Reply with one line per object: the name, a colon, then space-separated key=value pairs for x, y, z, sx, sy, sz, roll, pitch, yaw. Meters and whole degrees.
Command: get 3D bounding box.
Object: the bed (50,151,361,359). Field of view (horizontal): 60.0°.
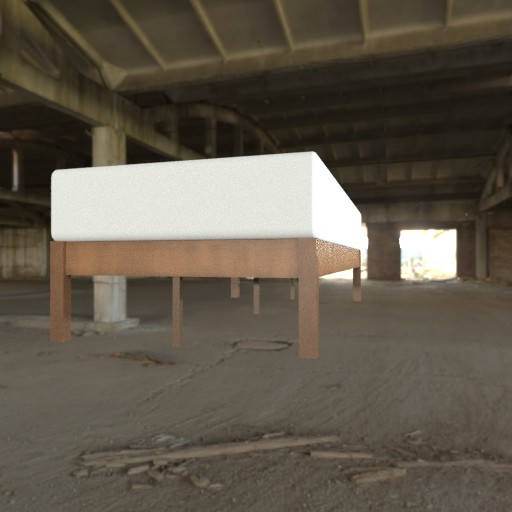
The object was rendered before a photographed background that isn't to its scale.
bed: x=0.000 y=0.000 z=2.346 sx=0.961 sy=0.616 sz=1.902 roll=0 pitch=0 yaw=17
